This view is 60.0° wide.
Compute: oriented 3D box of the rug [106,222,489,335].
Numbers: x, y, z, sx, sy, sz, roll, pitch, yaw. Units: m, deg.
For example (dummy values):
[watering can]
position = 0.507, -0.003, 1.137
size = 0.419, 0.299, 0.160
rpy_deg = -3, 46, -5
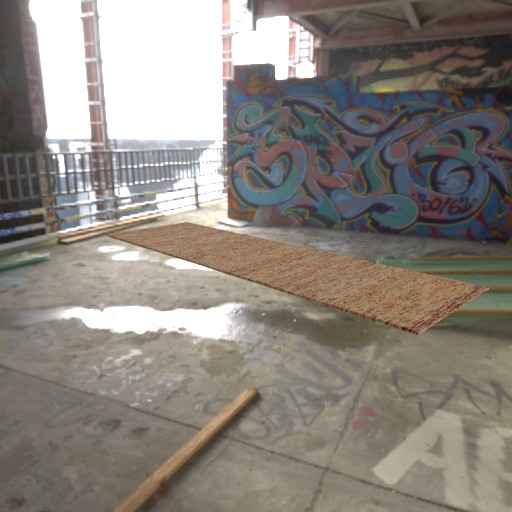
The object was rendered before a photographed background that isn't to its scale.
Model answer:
[rug]
position = 0.000, 0.000, 2.492
size = 0.680, 0.014, 2.237
rpy_deg = -14, 20, -43
